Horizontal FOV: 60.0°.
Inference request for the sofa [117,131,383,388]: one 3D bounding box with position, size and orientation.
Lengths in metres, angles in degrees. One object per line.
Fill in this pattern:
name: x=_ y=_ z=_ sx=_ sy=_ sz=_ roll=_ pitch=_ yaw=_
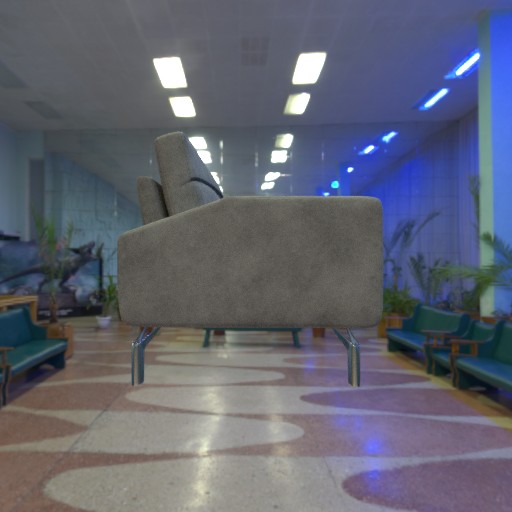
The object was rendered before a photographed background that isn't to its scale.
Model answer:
sofa: x=0.000 y=0.000 z=2.295 sx=0.849 sy=0.859 sz=1.837 roll=0 pitch=-1 yaw=1
